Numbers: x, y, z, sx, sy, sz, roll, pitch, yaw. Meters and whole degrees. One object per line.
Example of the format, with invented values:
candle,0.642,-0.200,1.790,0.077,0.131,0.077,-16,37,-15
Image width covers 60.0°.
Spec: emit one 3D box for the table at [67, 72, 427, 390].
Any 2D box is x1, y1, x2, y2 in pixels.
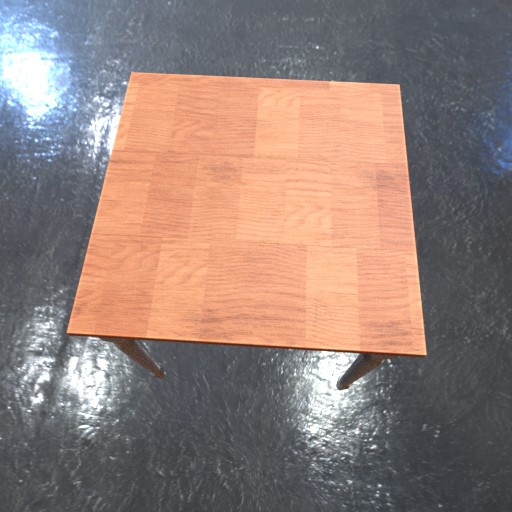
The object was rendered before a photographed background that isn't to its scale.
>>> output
table,0.000,0.000,1.407,0.747,0.738,0.747,3,65,2
